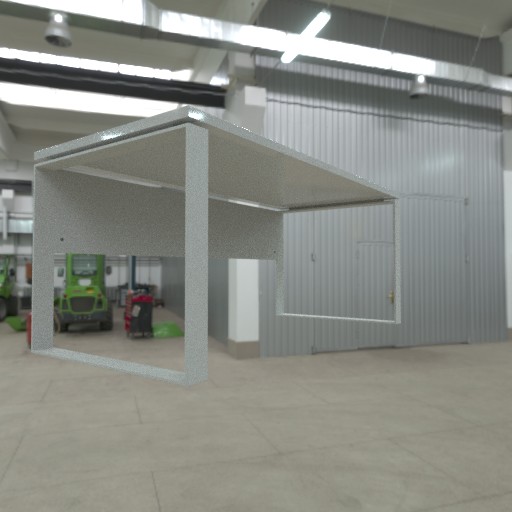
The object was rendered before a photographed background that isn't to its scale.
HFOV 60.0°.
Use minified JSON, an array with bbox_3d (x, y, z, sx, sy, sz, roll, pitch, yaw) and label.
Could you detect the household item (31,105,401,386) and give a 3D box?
[{"bbox_3d":[0.000,0.000,2.086,0.800,0.745,1.700,-1,-2,36],"label":"household item"}]
